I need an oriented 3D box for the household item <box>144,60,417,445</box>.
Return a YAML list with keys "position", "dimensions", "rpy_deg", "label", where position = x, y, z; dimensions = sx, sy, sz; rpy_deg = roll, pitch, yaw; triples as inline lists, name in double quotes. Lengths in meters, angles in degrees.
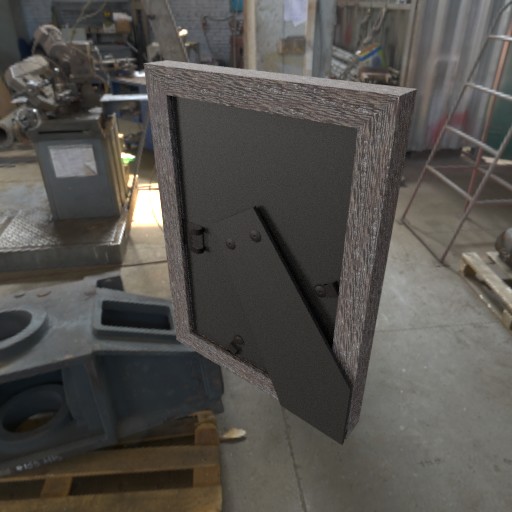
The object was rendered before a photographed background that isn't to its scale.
- position: [0.000, 0.000, 0.235]
  dimensions: [0.133, 0.180, 0.020]
  rpy_deg: [22, 37, 32]
  label: "household item"
